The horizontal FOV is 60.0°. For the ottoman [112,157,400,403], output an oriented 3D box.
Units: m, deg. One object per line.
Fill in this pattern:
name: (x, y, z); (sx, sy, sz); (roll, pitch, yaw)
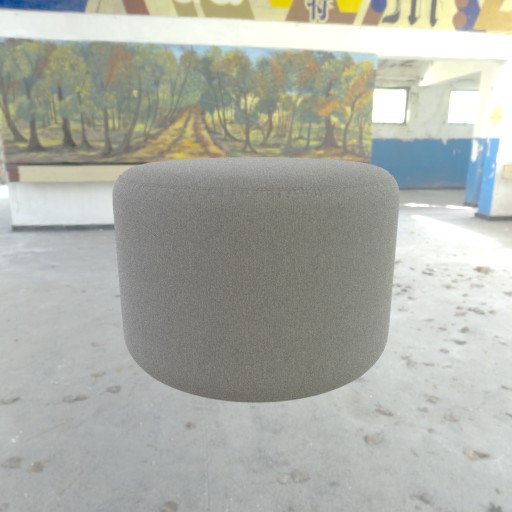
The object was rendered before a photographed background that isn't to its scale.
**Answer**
ottoman: (0.000, 0.000, 1.018); (0.608, 0.433, 0.608); (0, 15, 0)
